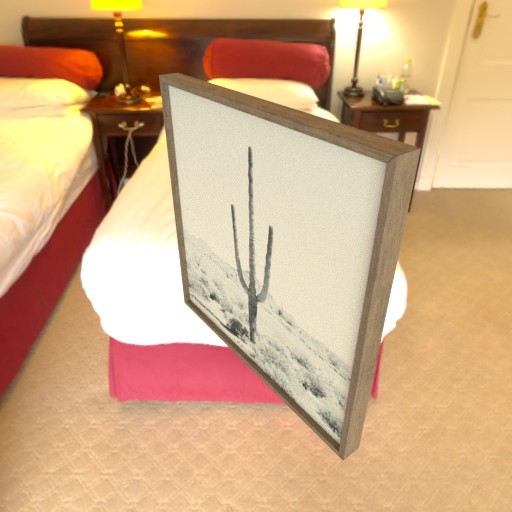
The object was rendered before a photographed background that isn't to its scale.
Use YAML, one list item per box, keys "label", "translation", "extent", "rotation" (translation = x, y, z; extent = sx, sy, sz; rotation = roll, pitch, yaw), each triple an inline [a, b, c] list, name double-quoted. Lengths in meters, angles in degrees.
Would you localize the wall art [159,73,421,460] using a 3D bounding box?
- label: "wall art"
  translation: [0.000, 0.000, 0.753]
  extent: [0.038, 0.508, 0.508]
  rotation: [-23, 39, -31]
